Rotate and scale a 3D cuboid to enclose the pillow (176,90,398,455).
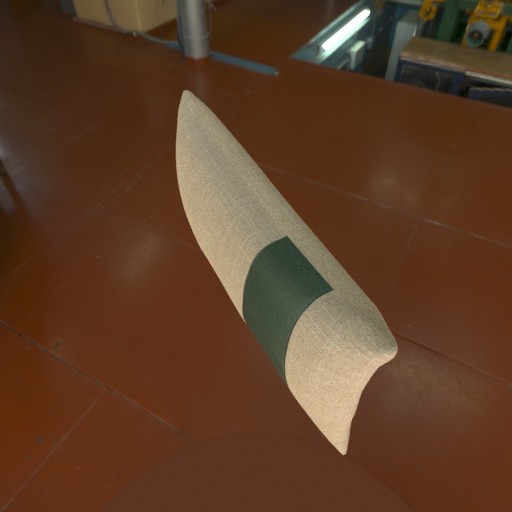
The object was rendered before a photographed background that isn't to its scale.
[{"bbox_3d":[0.000,0.000,1.030,0.197,0.429,0.859,-19,50,-18],"label":"pillow"}]
